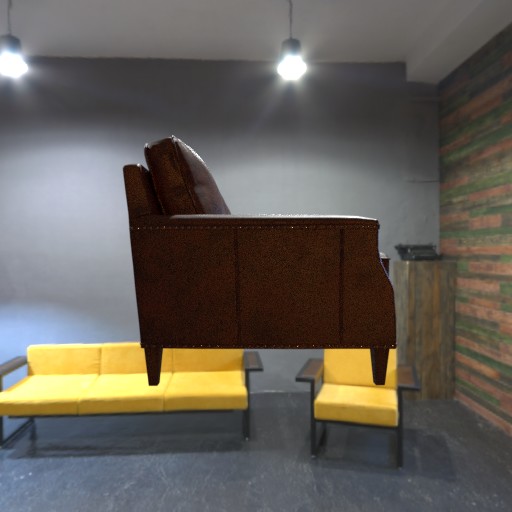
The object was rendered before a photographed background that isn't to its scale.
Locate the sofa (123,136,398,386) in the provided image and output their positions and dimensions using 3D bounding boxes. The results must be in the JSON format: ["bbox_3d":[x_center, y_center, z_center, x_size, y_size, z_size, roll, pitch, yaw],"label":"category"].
[{"bbox_3d":[0.000,0.000,2.793,1.084,1.003,2.240,0,0,-1],"label":"sofa"}]
